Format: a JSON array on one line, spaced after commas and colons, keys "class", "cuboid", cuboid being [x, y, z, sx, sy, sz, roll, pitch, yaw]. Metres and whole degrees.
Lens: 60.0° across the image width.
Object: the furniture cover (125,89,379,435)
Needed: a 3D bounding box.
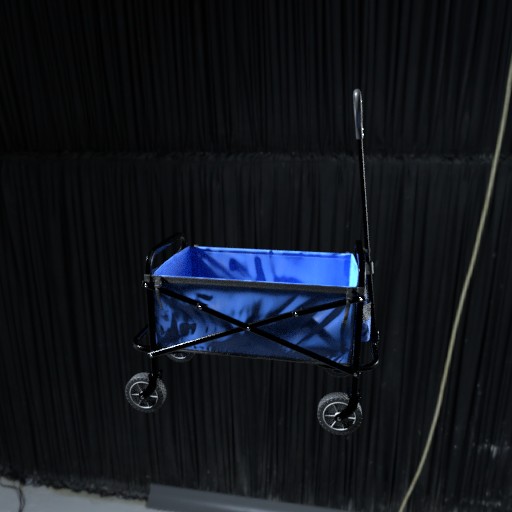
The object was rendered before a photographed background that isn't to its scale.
[{"class": "furniture cover", "cuboid": [0.000, 0.000, 1.848, 1.038, 1.295, 0.532, 3, 16, 10]}]
